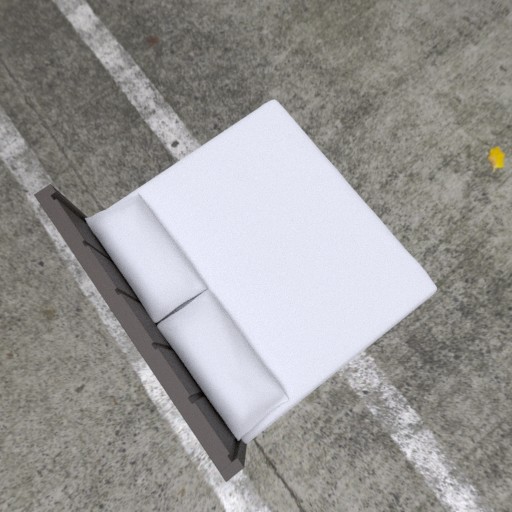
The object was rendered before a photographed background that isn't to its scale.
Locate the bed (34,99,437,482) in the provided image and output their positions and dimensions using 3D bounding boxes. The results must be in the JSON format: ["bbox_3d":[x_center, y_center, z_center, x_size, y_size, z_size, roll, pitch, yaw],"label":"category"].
[{"bbox_3d":[0.000,0.000,3.433,2.012,1.270,2.134,-36,79,-8],"label":"bed"}]
